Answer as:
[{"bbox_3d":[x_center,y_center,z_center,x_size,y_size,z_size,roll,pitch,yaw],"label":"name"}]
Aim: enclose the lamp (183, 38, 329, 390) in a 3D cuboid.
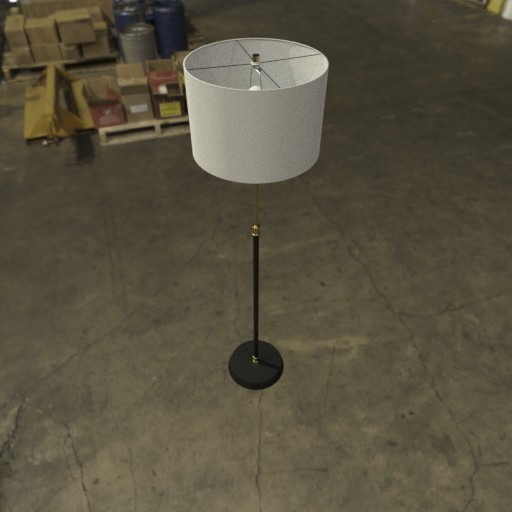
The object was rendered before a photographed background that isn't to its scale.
[{"bbox_3d":[0.000,0.000,1.742,0.404,1.517,0.404,-13,44,-13],"label":"lamp"}]
